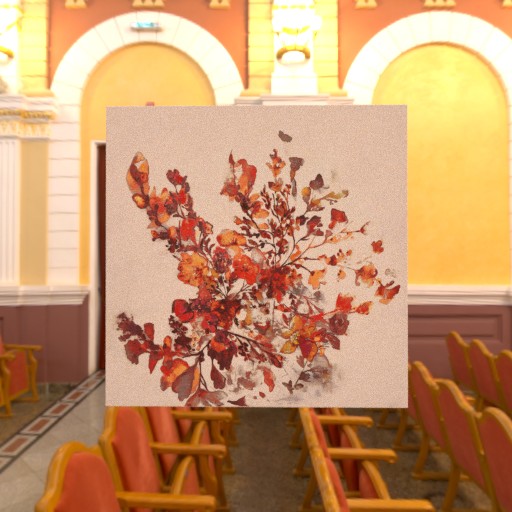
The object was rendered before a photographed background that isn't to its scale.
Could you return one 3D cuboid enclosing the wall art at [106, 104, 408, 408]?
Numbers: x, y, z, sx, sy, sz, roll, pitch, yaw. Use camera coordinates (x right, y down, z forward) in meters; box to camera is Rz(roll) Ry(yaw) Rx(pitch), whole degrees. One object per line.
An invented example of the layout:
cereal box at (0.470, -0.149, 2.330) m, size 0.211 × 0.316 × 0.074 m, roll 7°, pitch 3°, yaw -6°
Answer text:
wall art at (0.000, 0.000, 1.127) m, size 0.757 × 0.757 × 0.037 m, roll 0°, pitch 0°, yaw 1°
